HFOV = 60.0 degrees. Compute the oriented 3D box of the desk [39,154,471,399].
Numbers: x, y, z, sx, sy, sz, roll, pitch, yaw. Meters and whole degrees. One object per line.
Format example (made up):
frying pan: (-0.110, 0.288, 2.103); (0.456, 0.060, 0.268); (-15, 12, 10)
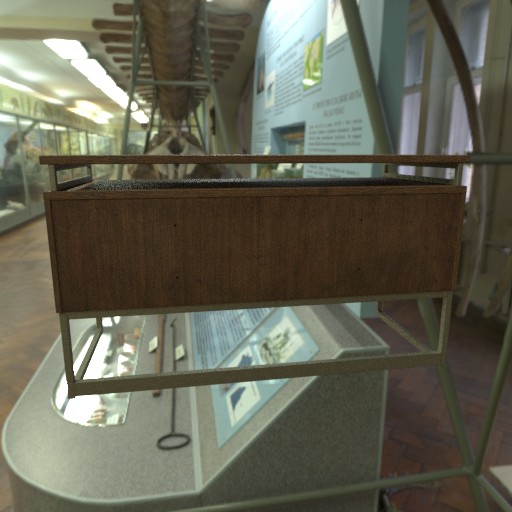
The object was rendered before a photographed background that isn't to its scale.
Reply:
desk: (0.000, 0.000, 1.782); (1.384, 0.792, 0.610); (-2, 13, -10)
